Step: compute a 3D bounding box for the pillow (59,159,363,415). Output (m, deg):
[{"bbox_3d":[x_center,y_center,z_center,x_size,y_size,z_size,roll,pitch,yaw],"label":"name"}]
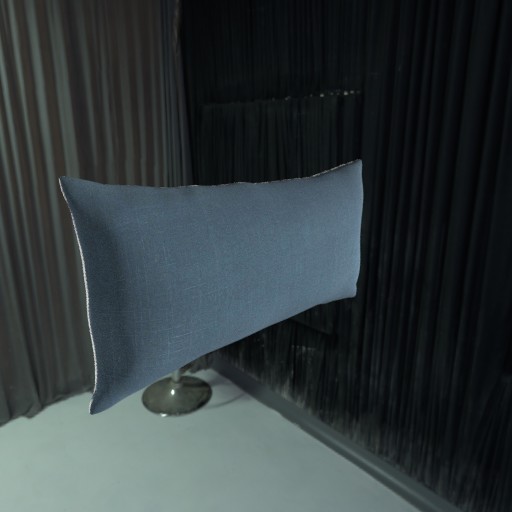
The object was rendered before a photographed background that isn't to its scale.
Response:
[{"bbox_3d":[0.000,0.000,0.732,0.151,0.305,0.609,16,22,43],"label":"pillow"}]
